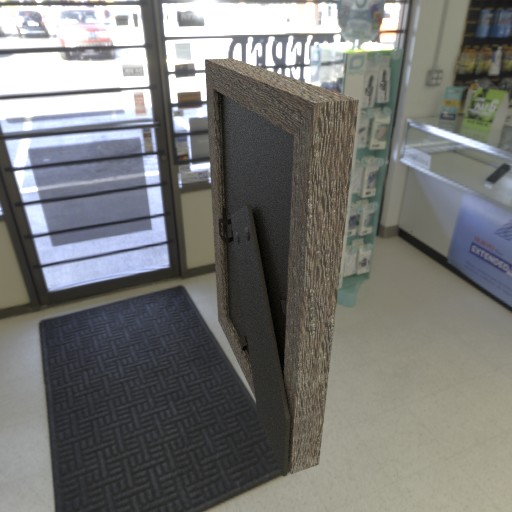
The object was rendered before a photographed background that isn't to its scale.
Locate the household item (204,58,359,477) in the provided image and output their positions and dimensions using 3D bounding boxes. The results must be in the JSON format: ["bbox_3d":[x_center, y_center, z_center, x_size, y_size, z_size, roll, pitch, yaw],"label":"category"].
[{"bbox_3d":[0.000,0.000,0.235,0.020,0.180,0.133,-10,31,-18],"label":"household item"}]
